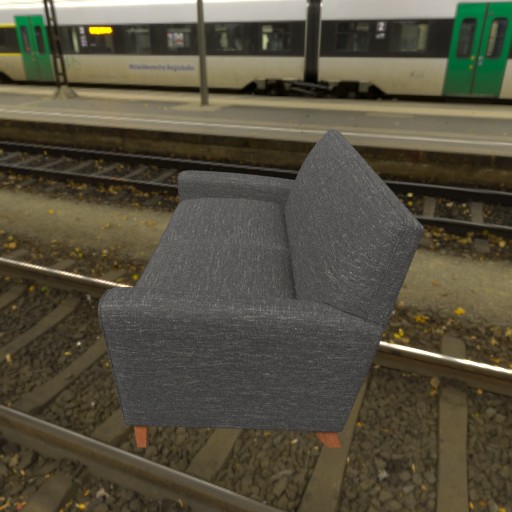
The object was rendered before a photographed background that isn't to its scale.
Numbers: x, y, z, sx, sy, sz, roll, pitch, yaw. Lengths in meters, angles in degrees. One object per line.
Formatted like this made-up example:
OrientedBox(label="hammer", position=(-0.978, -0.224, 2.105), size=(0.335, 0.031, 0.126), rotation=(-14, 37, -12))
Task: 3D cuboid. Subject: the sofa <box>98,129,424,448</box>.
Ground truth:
OrientedBox(label="sofa", position=(0.000, 0.000, 1.913), size=(0.875, 0.846, 1.420), rotation=(0, 26, 1))
